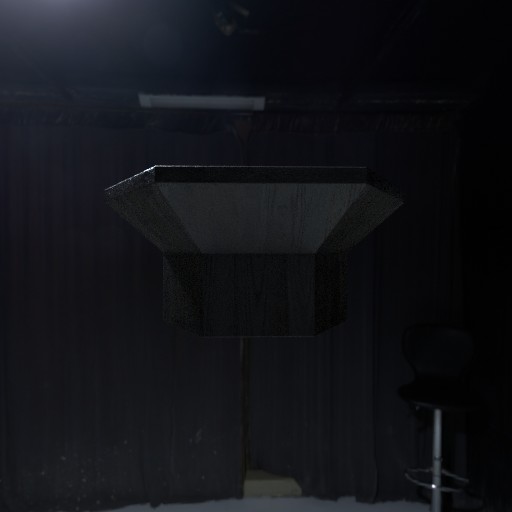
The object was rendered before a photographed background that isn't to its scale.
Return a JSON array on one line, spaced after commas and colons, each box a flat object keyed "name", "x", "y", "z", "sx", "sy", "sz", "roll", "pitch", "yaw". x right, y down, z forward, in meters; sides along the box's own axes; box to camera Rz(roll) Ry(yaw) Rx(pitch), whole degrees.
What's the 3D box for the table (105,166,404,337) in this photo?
[{"name": "table", "x": 0.000, "y": 0.000, "z": 1.654, "sx": 1.115, "sy": 0.488, "sz": 0.966, "roll": 0, "pitch": 1, "yaw": -2}]
